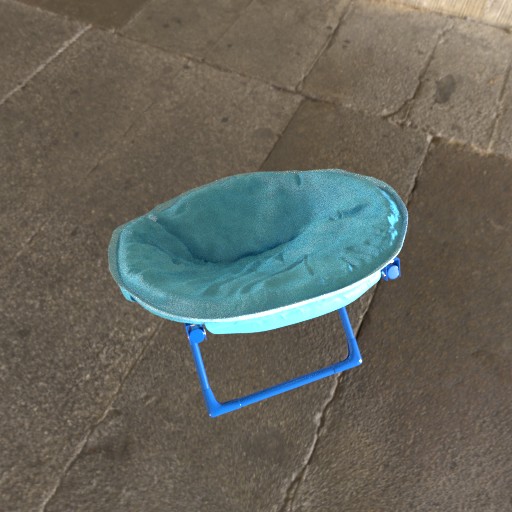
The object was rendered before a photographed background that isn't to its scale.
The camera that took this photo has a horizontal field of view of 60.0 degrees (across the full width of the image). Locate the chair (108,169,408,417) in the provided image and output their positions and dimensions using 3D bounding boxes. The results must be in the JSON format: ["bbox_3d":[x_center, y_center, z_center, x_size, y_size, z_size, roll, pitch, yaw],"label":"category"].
[{"bbox_3d":[0.000,0.000,0.889,0.520,0.478,0.465,-17,60,-10],"label":"chair"}]
